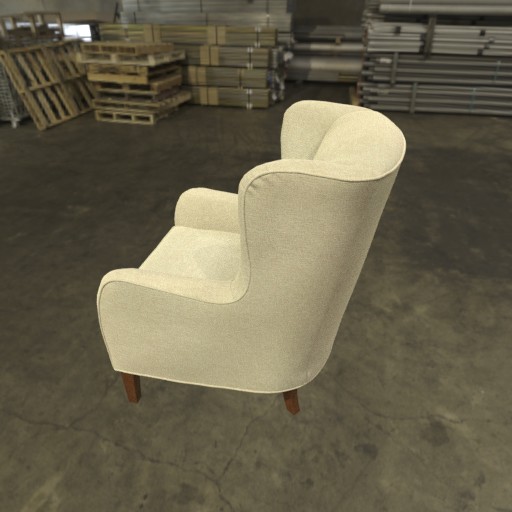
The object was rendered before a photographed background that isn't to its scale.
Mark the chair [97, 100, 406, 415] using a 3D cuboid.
[{"bbox_3d":[0.000,0.000,1.738,0.966,1.040,0.838,7,32,11],"label":"chair"}]
